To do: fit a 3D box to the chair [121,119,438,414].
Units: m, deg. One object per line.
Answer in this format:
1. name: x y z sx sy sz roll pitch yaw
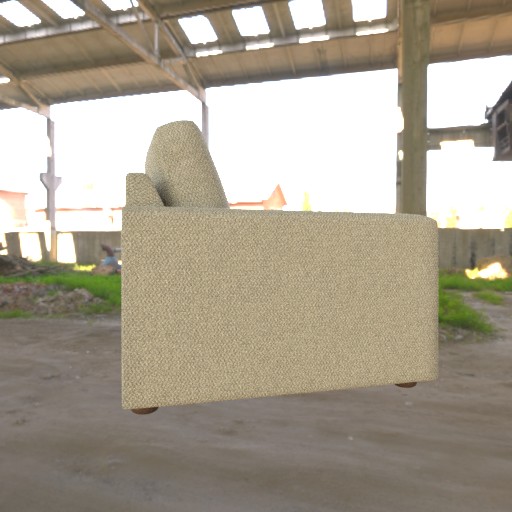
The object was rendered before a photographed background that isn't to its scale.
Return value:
1. chair: 0.000 0.000 1.763 1.016 0.873 1.005 0 1 -16
